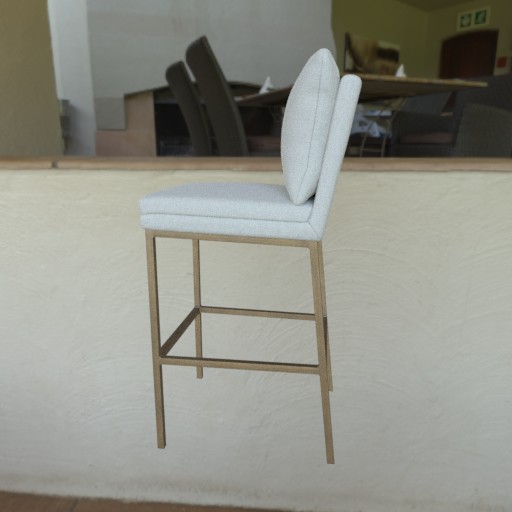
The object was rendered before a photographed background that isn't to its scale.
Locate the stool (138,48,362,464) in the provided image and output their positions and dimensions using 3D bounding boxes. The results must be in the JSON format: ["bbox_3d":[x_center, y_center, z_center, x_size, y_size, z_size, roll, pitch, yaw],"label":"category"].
[{"bbox_3d":[0.000,0.000,1.401,0.572,1.125,0.463,2,14,8],"label":"stool"}]
